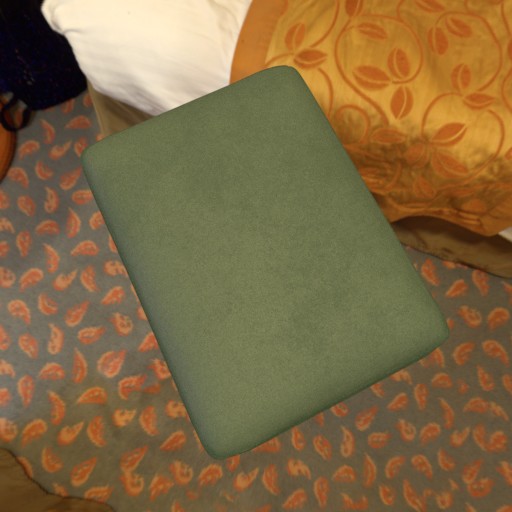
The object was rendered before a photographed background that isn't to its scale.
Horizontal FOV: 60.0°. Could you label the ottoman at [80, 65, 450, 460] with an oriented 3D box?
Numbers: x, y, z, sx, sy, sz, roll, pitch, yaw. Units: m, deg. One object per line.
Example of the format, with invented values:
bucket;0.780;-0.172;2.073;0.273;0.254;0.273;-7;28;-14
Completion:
ottoman;0.000;0.000;1.172;0.608;0.449;0.811;-26;77;-6
